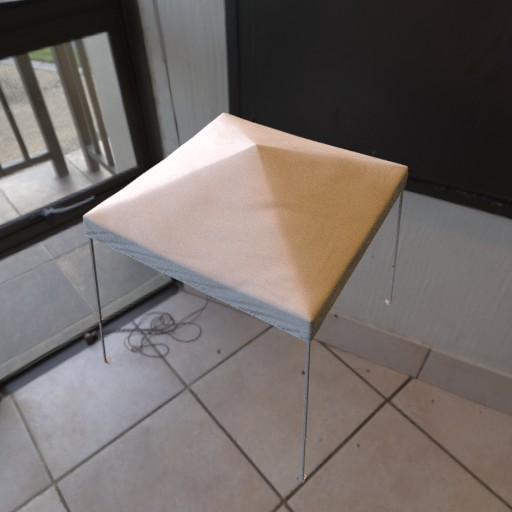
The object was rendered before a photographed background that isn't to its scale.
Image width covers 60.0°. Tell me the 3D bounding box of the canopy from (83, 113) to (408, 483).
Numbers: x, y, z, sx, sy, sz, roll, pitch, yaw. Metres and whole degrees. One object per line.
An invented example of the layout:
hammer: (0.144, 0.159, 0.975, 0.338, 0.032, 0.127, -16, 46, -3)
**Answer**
canopy: (0.000, 0.000, 5.023, 2.849, 2.849, 2.848, 23, 49, 21)
